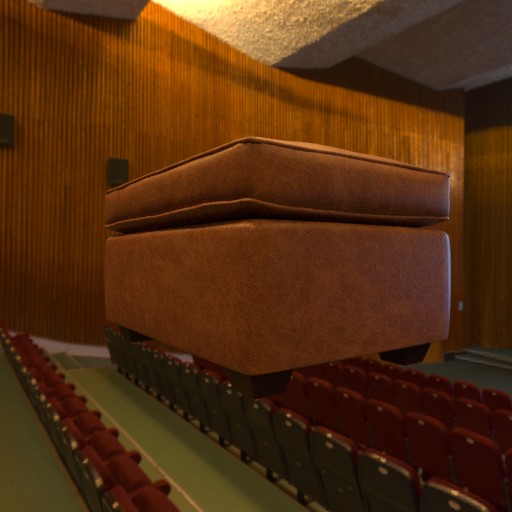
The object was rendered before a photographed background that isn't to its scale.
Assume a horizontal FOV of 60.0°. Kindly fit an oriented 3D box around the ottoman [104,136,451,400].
[{"bbox_3d":[0.000,0.000,1.110,0.554,0.468,0.756,0,0,-35],"label":"ottoman"}]
